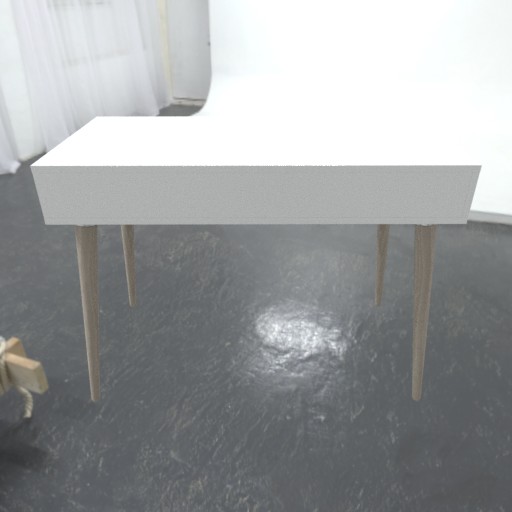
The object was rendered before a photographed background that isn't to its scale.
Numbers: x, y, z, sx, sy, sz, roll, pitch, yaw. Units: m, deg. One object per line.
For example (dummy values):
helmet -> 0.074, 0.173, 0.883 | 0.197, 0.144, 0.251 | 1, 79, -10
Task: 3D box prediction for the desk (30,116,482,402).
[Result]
desk -> 0.000, 0.000, 1.344 | 0.979, 0.723, 0.491 | 0, 30, 0
